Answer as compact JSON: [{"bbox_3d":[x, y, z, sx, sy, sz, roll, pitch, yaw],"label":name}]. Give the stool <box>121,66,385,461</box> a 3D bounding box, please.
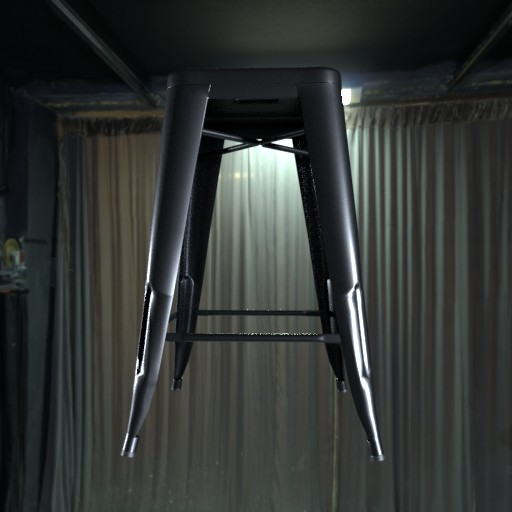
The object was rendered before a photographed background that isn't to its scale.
[{"bbox_3d":[0.000,0.000,0.835,0.399,0.609,0.359,0,0,2],"label":"stool"}]
